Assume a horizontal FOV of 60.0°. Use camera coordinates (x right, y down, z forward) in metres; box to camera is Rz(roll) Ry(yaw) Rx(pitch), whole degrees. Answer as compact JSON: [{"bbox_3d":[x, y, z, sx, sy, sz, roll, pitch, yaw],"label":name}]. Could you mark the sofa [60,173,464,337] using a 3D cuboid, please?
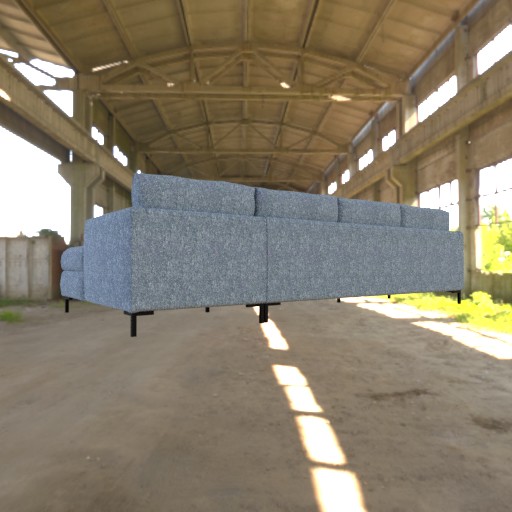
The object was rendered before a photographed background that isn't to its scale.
[{"bbox_3d":[0.000,0.000,3.449,2.737,0.756,1.879,1,-1,-36],"label":"sofa"}]
